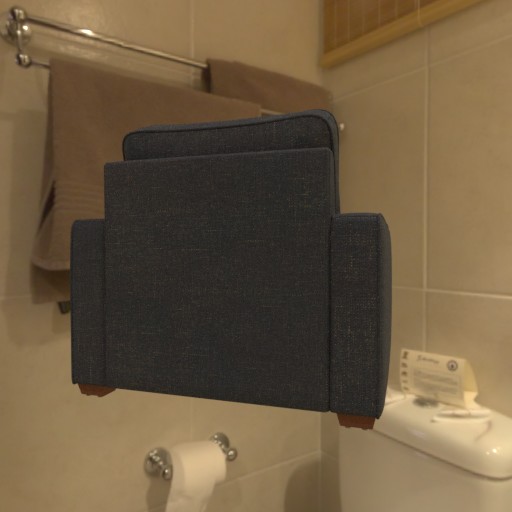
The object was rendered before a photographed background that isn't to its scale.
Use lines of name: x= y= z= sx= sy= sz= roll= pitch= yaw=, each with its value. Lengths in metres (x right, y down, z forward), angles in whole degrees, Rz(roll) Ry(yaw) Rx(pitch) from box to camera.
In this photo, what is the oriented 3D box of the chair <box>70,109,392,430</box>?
chair: x=0.000 y=0.000 z=1.738 sx=1.017 sy=0.919 sz=0.940 roll=0 pitch=1 yaw=18
